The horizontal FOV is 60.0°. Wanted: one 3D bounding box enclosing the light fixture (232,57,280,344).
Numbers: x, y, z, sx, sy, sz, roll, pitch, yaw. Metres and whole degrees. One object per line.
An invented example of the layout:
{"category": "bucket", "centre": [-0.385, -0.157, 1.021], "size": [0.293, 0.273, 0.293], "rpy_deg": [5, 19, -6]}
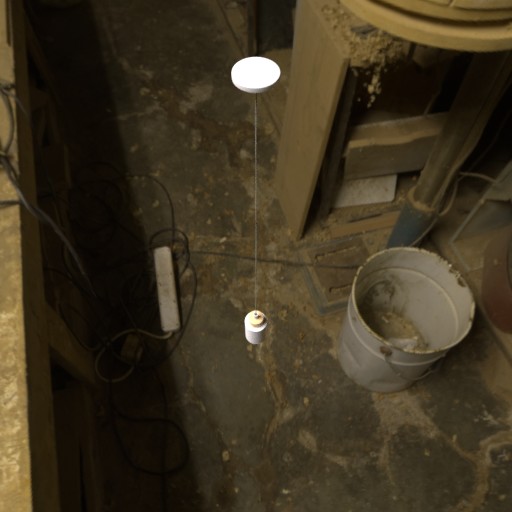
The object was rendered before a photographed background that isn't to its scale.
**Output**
{"category": "light fixture", "centre": [0.000, 0.000, 1.897], "size": [0.125, 1.798, 0.125], "rpy_deg": [-14, 60, -8]}
